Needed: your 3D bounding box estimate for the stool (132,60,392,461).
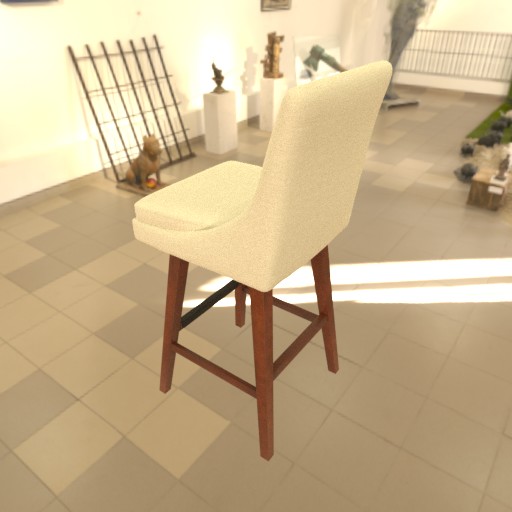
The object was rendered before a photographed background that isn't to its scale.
[{"bbox_3d":[0.000,0.000,1.342,0.559,1.097,0.470,21,37,30],"label":"stool"}]
